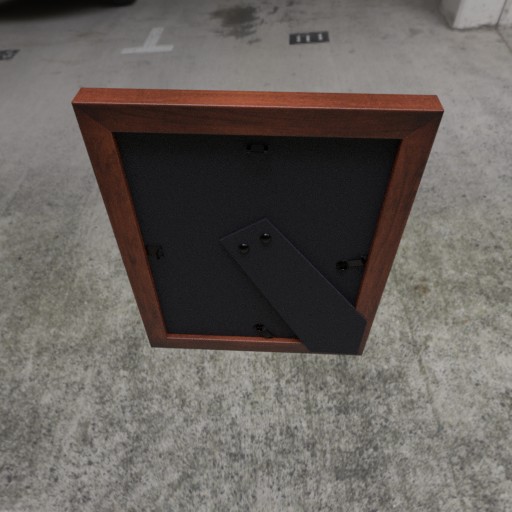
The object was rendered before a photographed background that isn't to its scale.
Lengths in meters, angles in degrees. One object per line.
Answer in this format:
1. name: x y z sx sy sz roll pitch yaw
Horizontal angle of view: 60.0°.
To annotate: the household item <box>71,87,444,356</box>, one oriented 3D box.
1. household item: 0.000 0.000 0.334 0.200 0.250 0.020 2 47 2
